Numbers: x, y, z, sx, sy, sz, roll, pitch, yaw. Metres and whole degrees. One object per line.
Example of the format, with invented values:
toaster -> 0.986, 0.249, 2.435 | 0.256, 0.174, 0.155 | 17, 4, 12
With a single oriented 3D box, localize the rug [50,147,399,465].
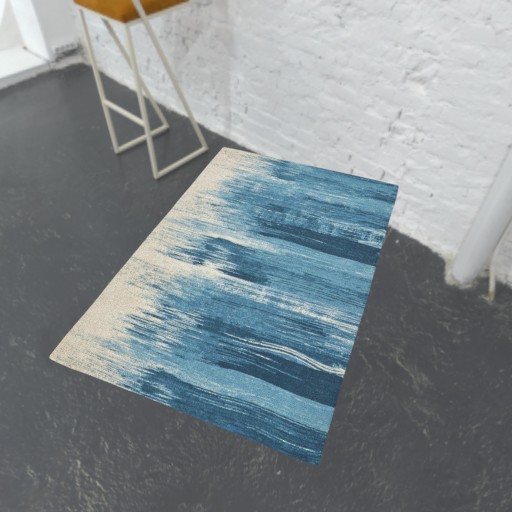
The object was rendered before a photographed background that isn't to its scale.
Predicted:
rug -> 0.000, 0.000, 2.369 | 1.232, 0.009, 1.836 | 16, 48, 15
